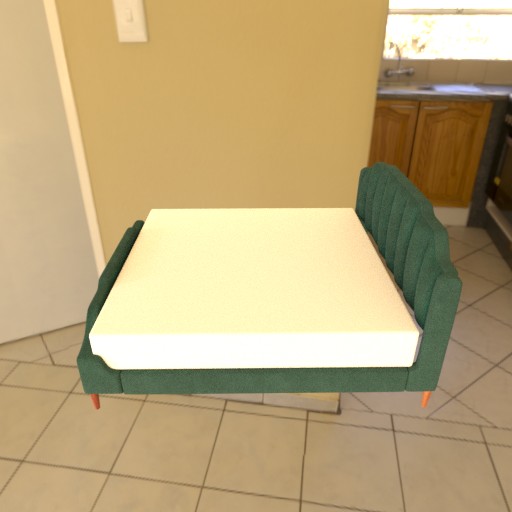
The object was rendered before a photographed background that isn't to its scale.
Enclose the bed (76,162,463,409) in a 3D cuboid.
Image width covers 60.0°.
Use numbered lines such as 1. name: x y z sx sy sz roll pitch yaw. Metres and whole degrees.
1. bed: 0.000 0.000 3.583 2.340 1.245 2.074 0 29 -1
